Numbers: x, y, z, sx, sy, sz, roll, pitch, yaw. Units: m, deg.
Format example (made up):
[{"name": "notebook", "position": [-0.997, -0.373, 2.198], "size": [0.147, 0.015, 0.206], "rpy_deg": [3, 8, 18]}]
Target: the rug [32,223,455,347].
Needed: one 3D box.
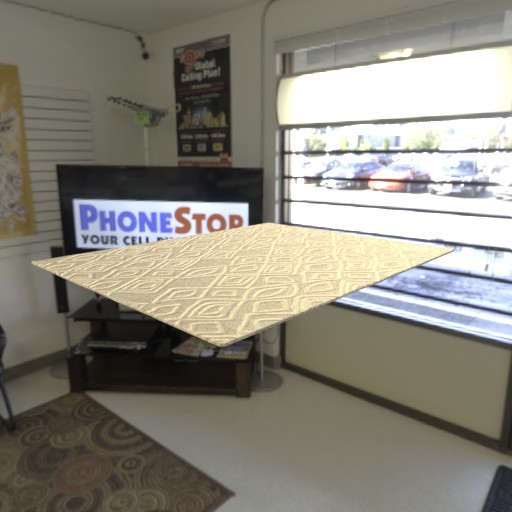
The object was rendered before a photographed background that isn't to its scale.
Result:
[{"name": "rug", "position": [0.000, 0.000, 4.047], "size": [2.449, 0.025, 3.049], "rpy_deg": [12, 18, 42]}]
